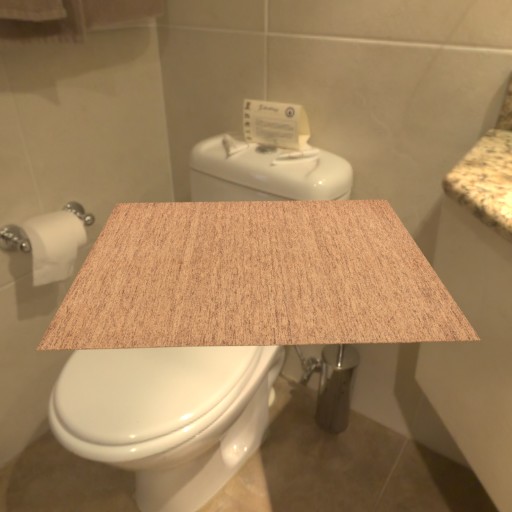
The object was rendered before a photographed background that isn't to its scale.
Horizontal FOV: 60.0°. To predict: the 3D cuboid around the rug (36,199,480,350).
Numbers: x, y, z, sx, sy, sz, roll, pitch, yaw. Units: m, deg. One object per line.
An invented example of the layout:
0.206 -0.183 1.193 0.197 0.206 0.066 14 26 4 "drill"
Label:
0.000 0.000 4.228 3.205 0.013 2.448 -1 32 -2 "rug"
